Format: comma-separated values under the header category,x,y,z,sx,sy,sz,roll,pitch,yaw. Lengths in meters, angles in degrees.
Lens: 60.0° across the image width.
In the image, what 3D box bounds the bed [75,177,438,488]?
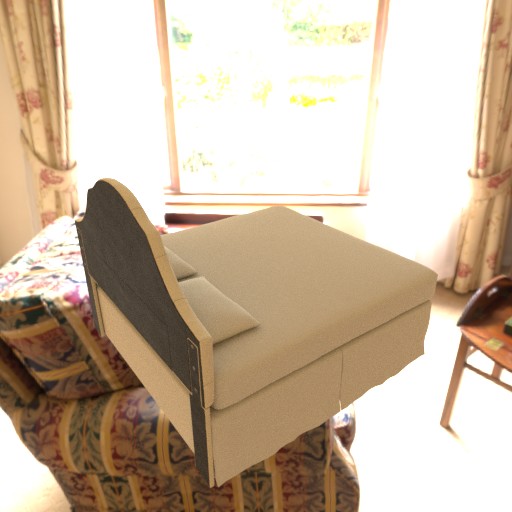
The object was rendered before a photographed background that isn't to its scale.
category,x,y,z,sx,sy,sz,roll,pitch,yaw
bed,0.000,0.000,3.413,2.086,1.555,2.012,-18,32,-32
